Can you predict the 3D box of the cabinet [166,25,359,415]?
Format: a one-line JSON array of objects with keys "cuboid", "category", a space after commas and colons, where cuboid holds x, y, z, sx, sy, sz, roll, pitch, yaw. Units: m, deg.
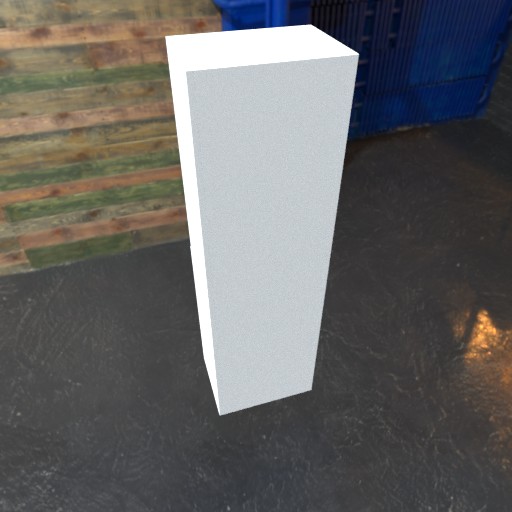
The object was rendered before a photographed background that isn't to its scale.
[{"cuboid": [0.000, 0.000, 1.513, 0.400, 1.350, 0.300, -11, 42, -13], "category": "cabinet"}]
